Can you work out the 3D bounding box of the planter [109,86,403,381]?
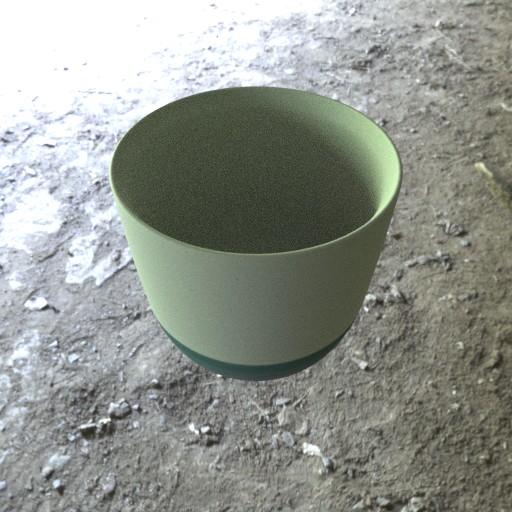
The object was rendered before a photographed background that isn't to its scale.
[{"bbox_3d":[0.000,0.000,0.392,0.204,0.214,0.204,0,47,0],"label":"planter"}]
